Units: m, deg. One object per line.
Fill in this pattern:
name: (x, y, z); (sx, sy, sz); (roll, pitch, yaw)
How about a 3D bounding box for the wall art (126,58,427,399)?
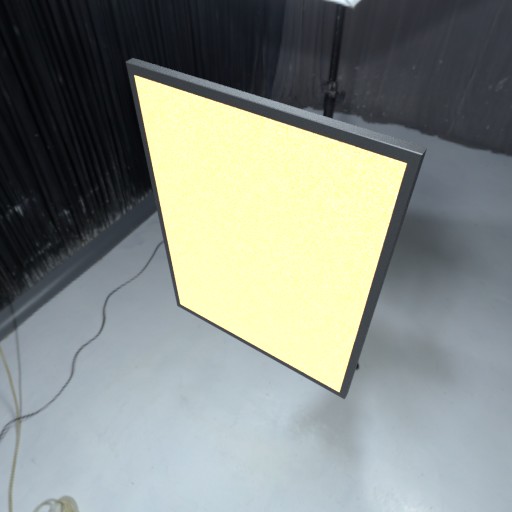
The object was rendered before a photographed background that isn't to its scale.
wall art: (0.000, 0.000, 1.370); (0.774, 1.027, 0.030); (25, 51, 22)
